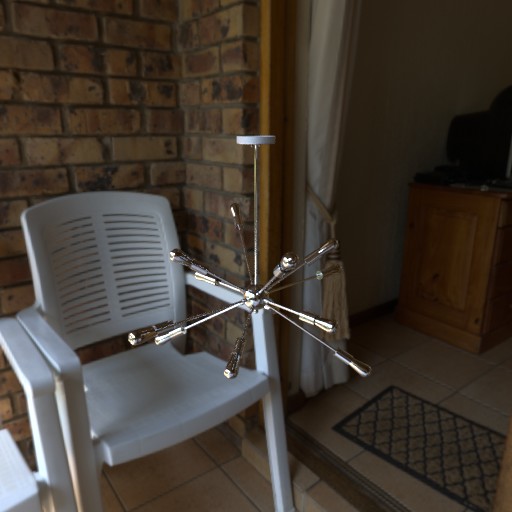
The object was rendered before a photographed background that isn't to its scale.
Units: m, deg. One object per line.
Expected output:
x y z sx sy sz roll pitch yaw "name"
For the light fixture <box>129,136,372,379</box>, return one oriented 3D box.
0.000 0.000 1.070 0.684 0.558 0.509 -14 21 -41 "light fixture"
